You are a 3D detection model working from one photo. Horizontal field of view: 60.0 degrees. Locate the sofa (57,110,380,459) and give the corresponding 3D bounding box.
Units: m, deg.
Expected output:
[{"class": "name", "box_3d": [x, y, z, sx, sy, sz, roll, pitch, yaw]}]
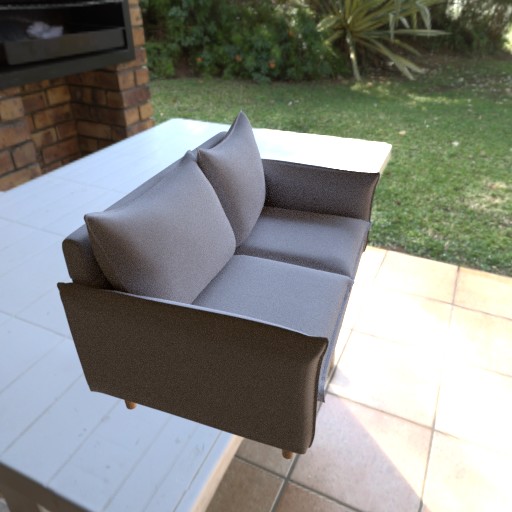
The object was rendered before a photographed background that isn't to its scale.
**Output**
[{"class": "sofa", "box_3d": [0.000, 0.000, 1.795, 0.820, 0.840, 1.300, 10, 33, 16]}]
